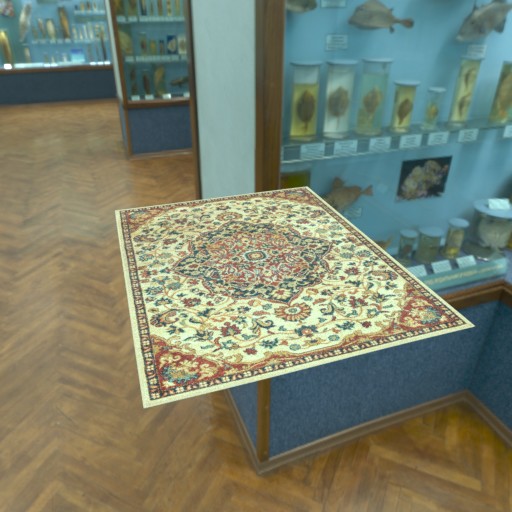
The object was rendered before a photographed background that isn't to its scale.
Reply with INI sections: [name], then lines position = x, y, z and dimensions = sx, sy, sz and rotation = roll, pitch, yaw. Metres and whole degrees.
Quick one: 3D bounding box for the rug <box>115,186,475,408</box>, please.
[rug]
position = 0.000, 0.000, 4.258
dimensions = 2.454, 0.005, 3.067
rotation = -9, 31, -16
